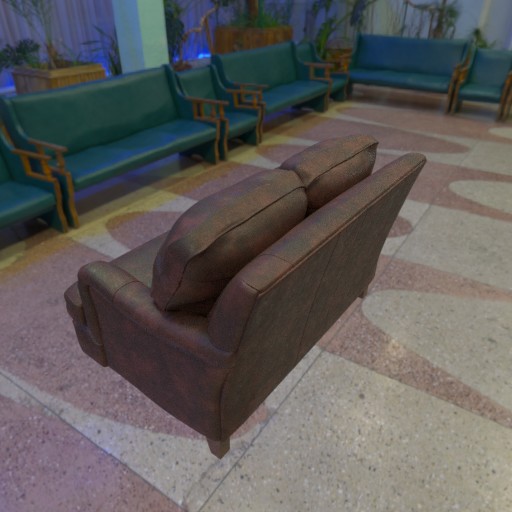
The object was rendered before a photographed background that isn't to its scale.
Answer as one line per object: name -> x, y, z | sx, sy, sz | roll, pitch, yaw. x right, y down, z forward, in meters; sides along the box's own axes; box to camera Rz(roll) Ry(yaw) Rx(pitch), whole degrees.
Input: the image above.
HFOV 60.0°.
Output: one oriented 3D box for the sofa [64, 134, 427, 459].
sofa -> 0.000, 0.000, 2.333 | 1.148, 1.070, 1.628 | 21, 38, 30
